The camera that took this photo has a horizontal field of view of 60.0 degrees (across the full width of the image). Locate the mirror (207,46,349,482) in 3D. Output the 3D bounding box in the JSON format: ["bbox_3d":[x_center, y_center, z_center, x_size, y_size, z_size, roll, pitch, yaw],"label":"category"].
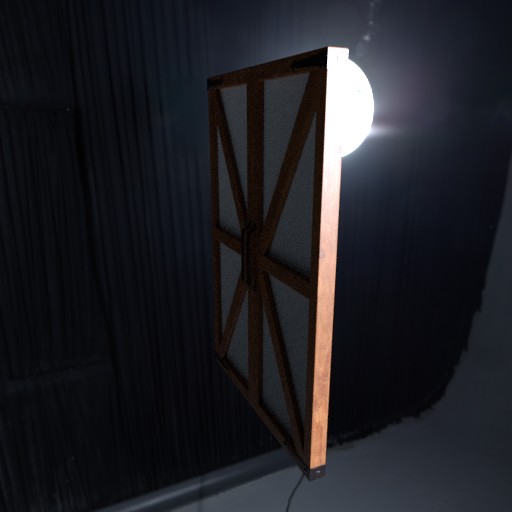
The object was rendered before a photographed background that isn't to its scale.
[{"bbox_3d":[0.000,0.000,0.961,0.053,0.761,0.517,-8,18,-24],"label":"mirror"}]
